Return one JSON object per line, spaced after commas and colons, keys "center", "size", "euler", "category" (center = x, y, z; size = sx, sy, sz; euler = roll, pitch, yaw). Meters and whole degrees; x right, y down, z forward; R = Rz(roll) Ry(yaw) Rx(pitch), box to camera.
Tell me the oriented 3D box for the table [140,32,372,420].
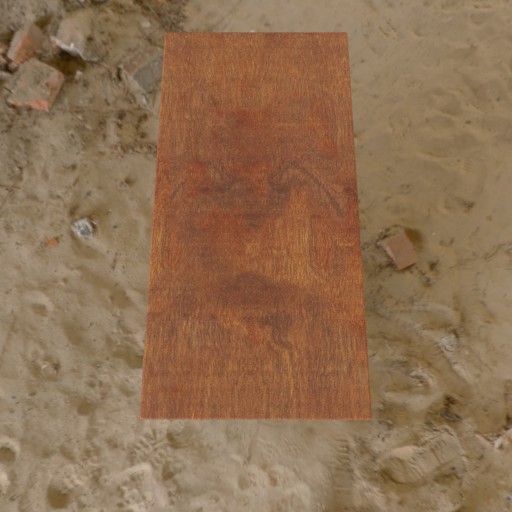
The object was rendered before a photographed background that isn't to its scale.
{"center": [0.000, 0.000, 0.953], "size": [0.305, 0.610, 0.610], "euler": [0, 75, 0], "category": "table"}
